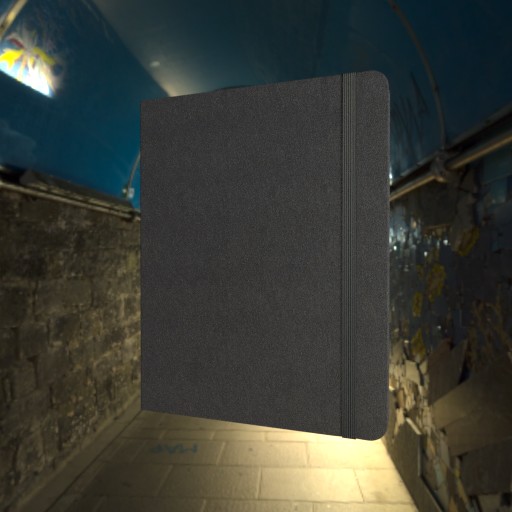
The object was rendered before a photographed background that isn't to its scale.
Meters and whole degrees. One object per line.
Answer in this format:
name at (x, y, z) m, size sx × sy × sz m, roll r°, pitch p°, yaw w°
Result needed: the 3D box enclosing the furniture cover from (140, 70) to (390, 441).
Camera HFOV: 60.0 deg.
furniture cover at (0.000, 0.000, 0.376) m, size 0.216 × 0.281 × 0.023 m, roll 0°, pitch 1°, yaw 19°
